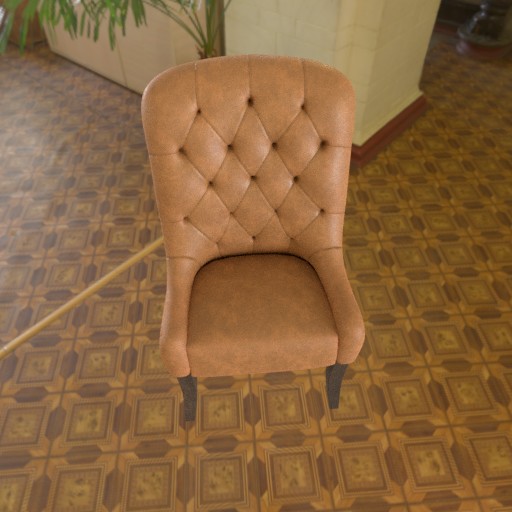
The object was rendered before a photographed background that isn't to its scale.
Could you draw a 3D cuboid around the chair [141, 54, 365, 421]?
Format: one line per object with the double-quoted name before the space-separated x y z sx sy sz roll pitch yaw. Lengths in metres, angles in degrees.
"chair" 0.000 0.000 1.478 0.634 1.091 0.629 -4 47 -3
